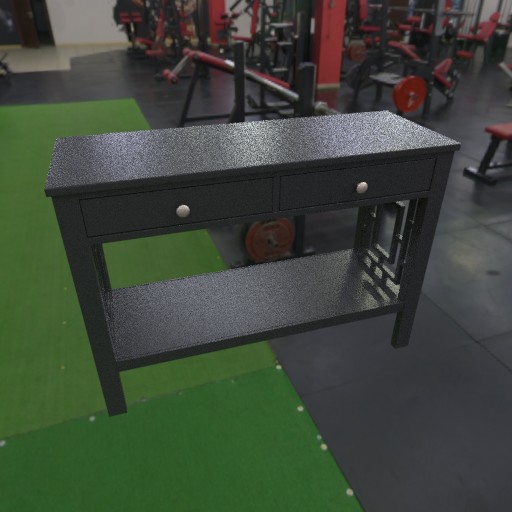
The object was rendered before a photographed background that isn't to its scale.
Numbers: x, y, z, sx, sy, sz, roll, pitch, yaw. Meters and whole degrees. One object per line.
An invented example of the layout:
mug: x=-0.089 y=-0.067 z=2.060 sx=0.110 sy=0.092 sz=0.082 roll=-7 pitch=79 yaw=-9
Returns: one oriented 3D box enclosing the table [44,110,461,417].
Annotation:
table: x=0.000 y=0.000 z=1.434 sx=1.068 sy=0.753 sz=0.397 roll=-9 pitch=33 yaw=-15
